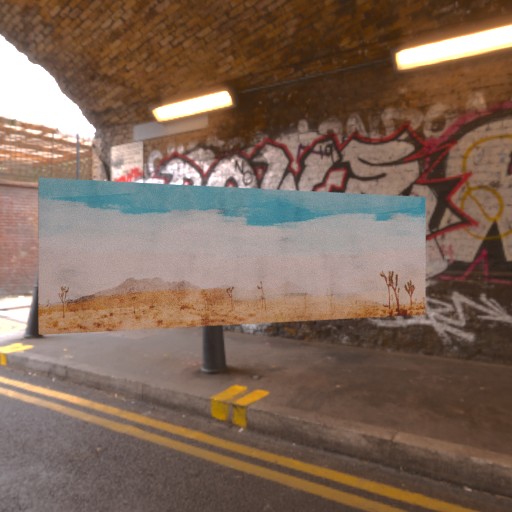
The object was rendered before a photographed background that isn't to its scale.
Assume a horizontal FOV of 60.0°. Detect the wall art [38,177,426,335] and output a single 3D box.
[{"bbox_3d":[0.000,0.000,0.855,0.759,0.254,0.044,0,0,-19],"label":"wall art"}]
